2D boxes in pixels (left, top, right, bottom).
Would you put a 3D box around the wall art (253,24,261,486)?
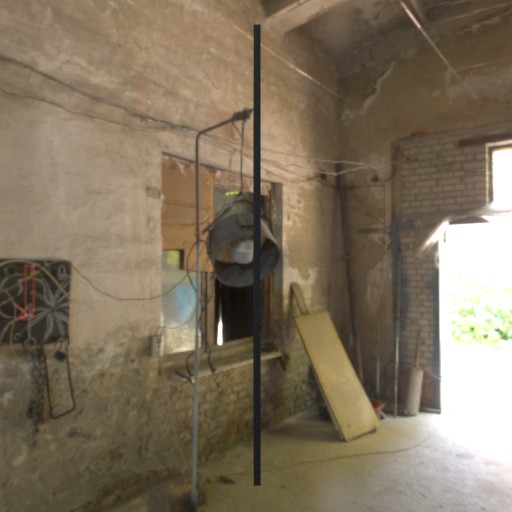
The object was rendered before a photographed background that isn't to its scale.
[{"bbox_3d":[0.000,0.000,0.698,0.008,0.530,0.379,0,-1,0],"label":"wall art"}]
